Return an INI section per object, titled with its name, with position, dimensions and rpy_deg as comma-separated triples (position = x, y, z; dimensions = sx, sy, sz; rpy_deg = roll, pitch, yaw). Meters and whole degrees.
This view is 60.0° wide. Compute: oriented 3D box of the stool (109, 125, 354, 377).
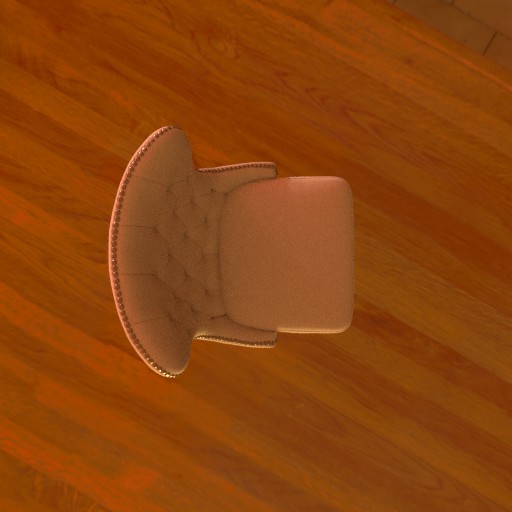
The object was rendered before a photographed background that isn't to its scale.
[stool]
position = 0.000, 0.000, 1.405
dimensions = 0.605, 1.066, 0.528
rpy_deg = 0, 89, -1
